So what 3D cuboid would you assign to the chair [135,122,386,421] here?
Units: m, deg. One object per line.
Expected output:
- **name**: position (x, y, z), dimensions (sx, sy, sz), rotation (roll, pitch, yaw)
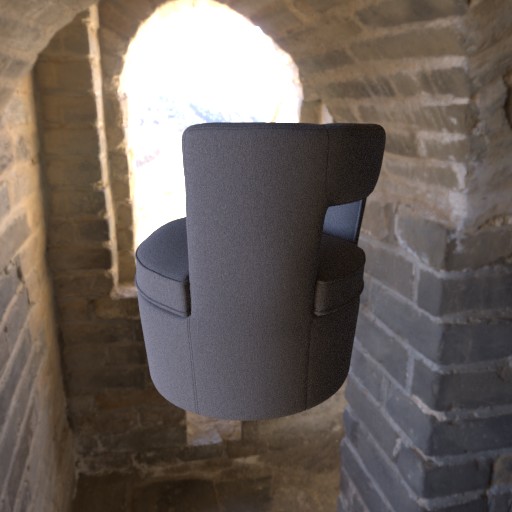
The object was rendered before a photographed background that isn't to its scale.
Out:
- **chair**: position (0.000, 0.000, 1.262), dimensions (0.660, 0.719, 0.689), rotation (8, 18, 26)
